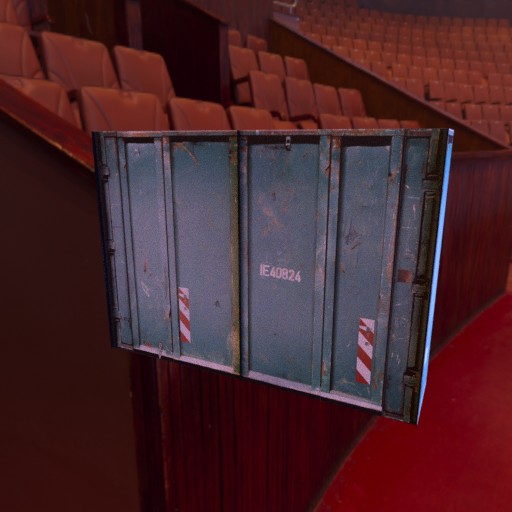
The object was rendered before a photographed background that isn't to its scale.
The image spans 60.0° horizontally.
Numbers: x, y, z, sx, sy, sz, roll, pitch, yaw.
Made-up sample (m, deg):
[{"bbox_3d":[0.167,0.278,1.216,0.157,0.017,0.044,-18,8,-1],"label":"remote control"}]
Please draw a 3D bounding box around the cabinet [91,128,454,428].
[{"bbox_3d":[0.000,0.000,3.971,3.001,2.160,0.680,7,16,25],"label":"cabinet"}]
